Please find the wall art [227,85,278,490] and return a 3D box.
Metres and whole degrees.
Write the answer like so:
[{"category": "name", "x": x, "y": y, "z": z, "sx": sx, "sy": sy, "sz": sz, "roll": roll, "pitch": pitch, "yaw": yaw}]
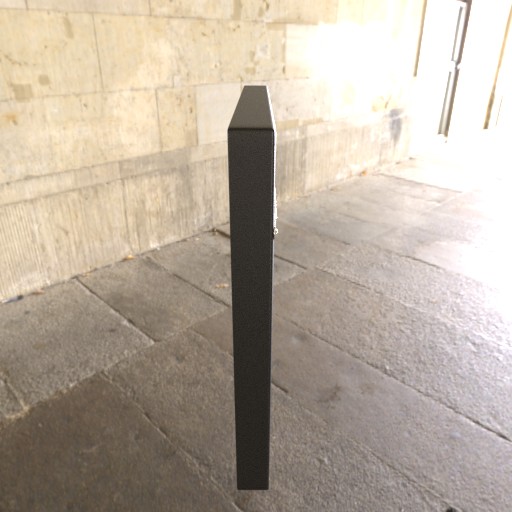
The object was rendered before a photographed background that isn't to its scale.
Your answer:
[{"category": "wall art", "x": 0.000, "y": 0.000, "z": 0.605, "sx": 0.041, "sy": 0.407, "sz": 0.406, "roll": 0, "pitch": 25, "yaw": 0}]
